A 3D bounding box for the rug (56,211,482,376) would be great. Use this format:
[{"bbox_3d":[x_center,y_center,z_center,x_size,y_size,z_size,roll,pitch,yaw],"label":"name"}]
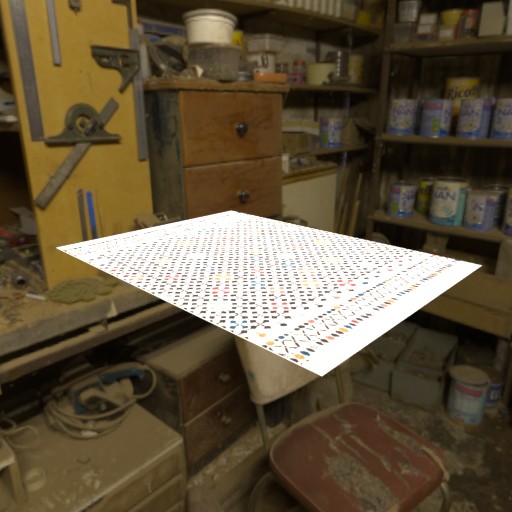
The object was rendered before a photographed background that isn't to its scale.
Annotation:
[{"bbox_3d":[0.000,0.000,4.110,3.196,0.007,2.354,17,24,41],"label":"rug"}]
